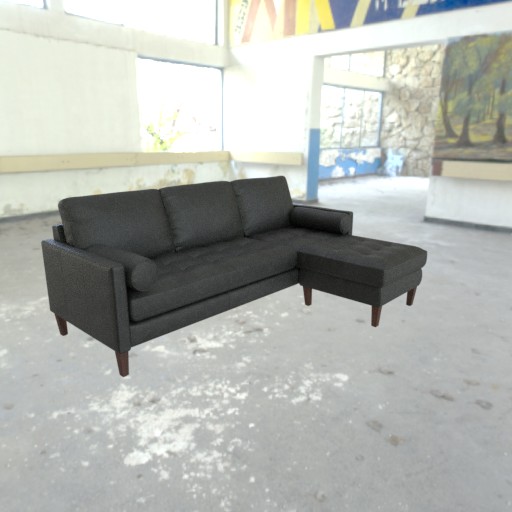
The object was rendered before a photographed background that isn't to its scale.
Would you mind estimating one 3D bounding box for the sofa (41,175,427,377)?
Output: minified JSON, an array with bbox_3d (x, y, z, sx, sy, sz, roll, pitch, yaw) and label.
[{"bbox_3d":[0.000,0.000,2.946,1.497,0.876,2.178,14,21,41],"label":"sofa"}]
